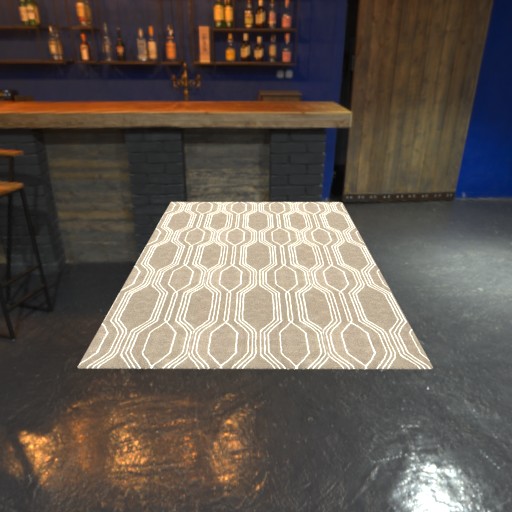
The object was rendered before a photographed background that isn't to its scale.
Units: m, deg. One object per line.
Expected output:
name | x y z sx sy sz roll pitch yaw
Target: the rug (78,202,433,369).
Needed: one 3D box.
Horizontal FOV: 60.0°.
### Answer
rug | 0.000 0.000 2.369 1.239 0.012 1.836 0 25 0
